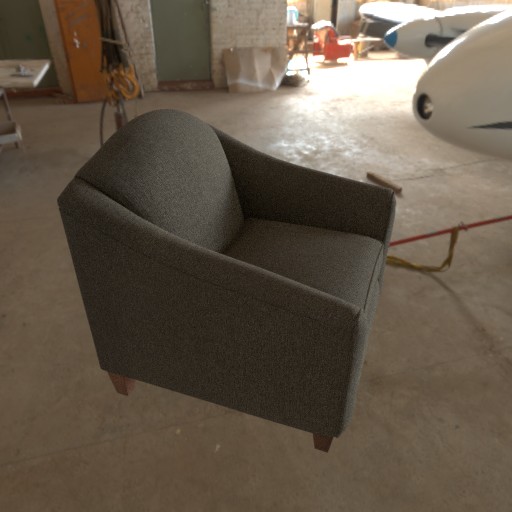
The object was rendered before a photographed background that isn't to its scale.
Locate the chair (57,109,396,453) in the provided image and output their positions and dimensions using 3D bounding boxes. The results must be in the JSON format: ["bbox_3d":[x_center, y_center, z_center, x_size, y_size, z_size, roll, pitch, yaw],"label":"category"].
[{"bbox_3d":[0.000,0.000,1.424,0.787,0.839,0.763,11,34,17],"label":"chair"}]
